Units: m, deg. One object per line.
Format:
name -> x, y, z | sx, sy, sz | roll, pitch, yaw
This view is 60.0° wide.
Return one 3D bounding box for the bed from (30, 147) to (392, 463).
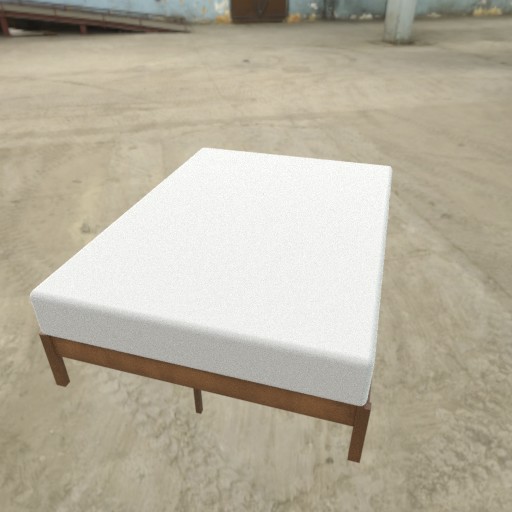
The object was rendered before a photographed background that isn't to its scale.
bed -> 0.000, 0.000, 2.755 | 1.529, 0.593, 2.050 | 9, 34, 14
